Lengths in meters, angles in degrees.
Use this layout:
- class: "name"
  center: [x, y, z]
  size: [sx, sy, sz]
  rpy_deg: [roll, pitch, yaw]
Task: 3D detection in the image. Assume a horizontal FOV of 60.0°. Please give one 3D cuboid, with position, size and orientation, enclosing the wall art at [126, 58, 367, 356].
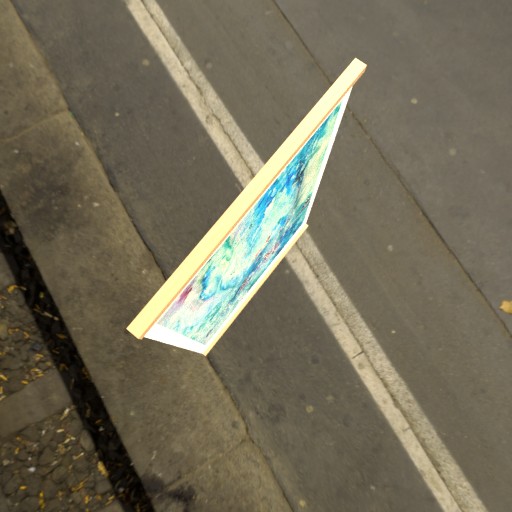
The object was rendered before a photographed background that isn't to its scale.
- class: "wall art"
  center: [0.000, 0.000, 1.299]
  size: [0.027, 1.020, 0.669]
  rpy_deg: [37, 79, 9]
